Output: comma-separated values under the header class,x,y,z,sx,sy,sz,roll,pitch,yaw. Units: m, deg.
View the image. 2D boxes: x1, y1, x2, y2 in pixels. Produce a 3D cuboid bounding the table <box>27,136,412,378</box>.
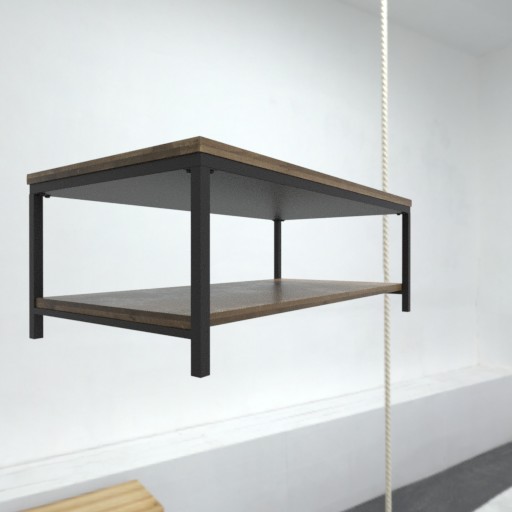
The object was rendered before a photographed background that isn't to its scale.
class,x,y,z,sx,sy,sz,roll,pitch,yaw
table,0.000,0.000,1.312,0.574,0.393,1.062,0,0,37
